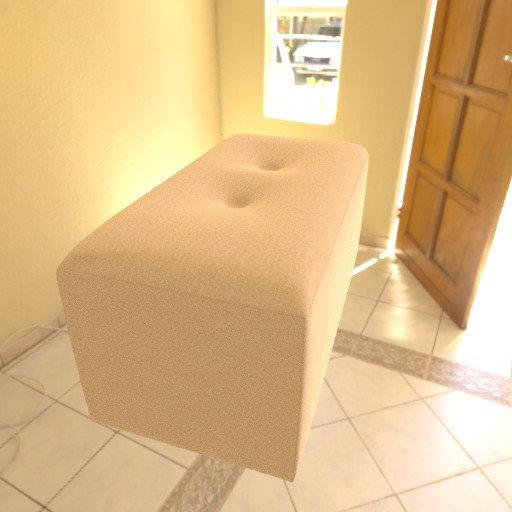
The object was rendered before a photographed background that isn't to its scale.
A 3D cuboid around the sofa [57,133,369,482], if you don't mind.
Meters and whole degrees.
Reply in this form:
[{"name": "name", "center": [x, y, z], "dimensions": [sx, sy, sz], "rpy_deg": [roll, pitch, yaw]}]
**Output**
[{"name": "sofa", "center": [0.000, 0.000, 1.187], "dimensions": [0.480, 0.470, 0.930], "rpy_deg": [9, 31, 16]}]
